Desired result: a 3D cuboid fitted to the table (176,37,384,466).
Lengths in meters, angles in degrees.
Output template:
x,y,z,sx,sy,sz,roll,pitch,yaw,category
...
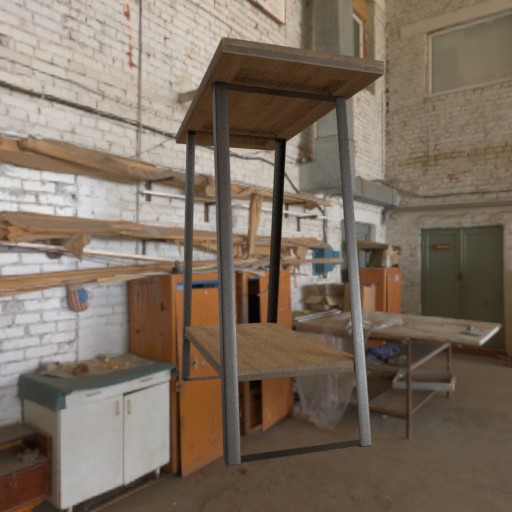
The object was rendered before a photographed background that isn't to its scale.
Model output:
x,y,z,sx,sy,sz,roll,pitch,yaw,category
0.000,0.000,1.039,0.300,0.701,0.599,0,0,-17,table
